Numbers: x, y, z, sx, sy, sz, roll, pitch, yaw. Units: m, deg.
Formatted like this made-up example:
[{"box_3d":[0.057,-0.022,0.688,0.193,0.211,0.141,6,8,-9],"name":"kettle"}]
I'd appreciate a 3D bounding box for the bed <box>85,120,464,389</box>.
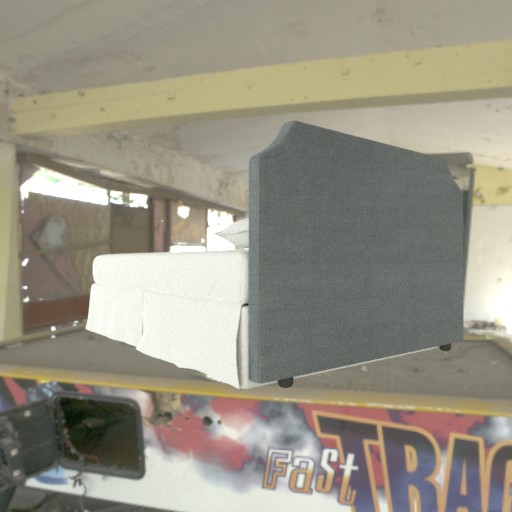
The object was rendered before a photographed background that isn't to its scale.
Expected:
[{"box_3d":[0.000,0.000,3.552,1.977,1.306,2.464,0,-1,-37],"name":"bed"}]
